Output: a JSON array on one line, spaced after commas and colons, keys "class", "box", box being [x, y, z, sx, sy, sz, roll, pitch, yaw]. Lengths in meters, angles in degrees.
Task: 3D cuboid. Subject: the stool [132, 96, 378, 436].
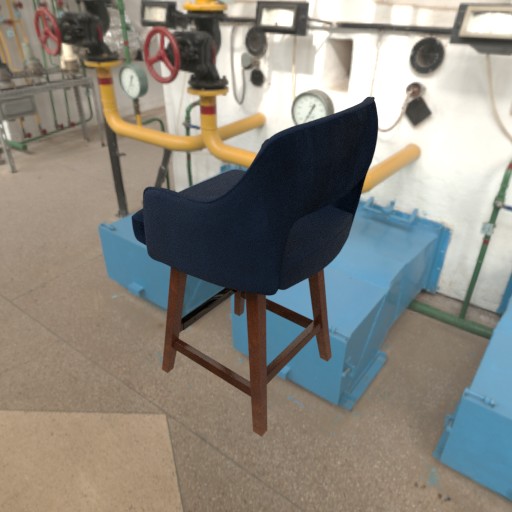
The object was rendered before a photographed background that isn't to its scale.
[{"class": "stool", "box": [0.000, 0.000, 1.325, 0.560, 0.940, 0.550, 22, 38, 31]}]
